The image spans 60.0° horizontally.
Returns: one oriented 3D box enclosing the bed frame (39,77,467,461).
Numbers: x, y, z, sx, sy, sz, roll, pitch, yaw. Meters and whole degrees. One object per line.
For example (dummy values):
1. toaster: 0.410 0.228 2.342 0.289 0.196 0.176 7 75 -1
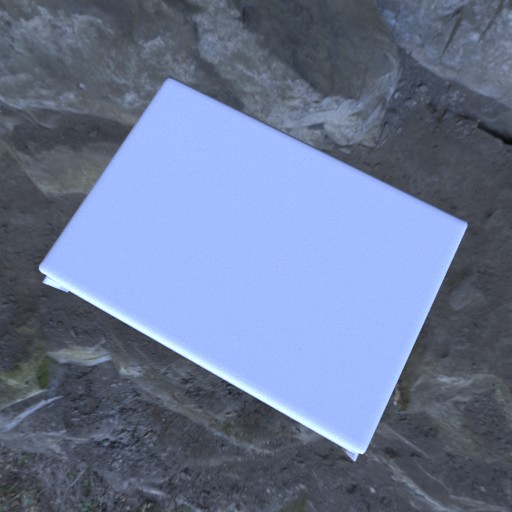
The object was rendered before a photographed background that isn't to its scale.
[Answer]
1. bed frame: 0.000 0.000 2.599 1.945 0.497 1.445 28 78 7
